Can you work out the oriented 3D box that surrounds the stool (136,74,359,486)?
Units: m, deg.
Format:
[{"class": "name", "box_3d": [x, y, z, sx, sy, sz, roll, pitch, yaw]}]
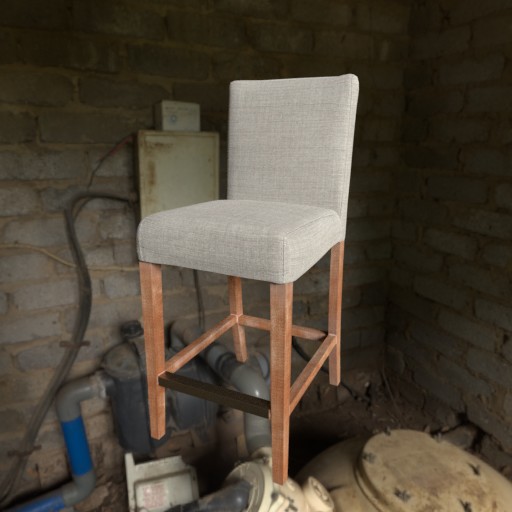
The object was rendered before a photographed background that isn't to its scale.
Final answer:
[{"class": "stool", "box_3d": [0.000, 0.000, 1.318, 0.454, 1.039, 0.567, 8, 17, 25]}]
